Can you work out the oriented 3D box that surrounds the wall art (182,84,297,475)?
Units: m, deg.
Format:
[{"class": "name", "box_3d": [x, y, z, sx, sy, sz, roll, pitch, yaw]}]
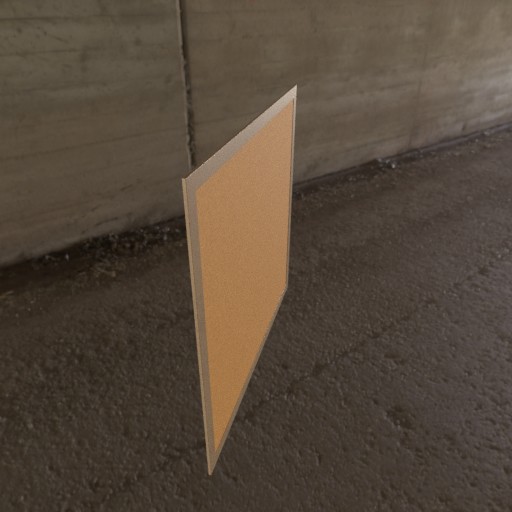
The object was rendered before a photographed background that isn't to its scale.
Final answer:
[{"class": "wall art", "box_3d": [0.000, 0.000, 1.720, 0.025, 1.067, 1.168, 9, 32, 14]}]
